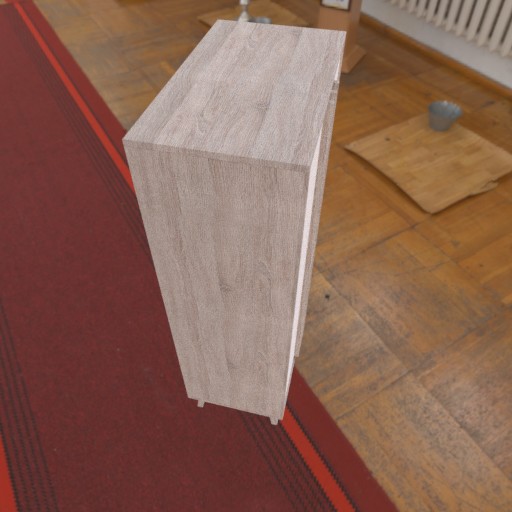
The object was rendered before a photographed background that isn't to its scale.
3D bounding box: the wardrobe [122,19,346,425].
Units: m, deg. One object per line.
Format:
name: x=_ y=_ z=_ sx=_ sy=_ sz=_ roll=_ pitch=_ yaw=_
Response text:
wardrobe: x=0.000 y=0.000 z=2.355 sx=0.600 sy=1.960 sz=1.000 roll=10 pitch=48 yaw=9
